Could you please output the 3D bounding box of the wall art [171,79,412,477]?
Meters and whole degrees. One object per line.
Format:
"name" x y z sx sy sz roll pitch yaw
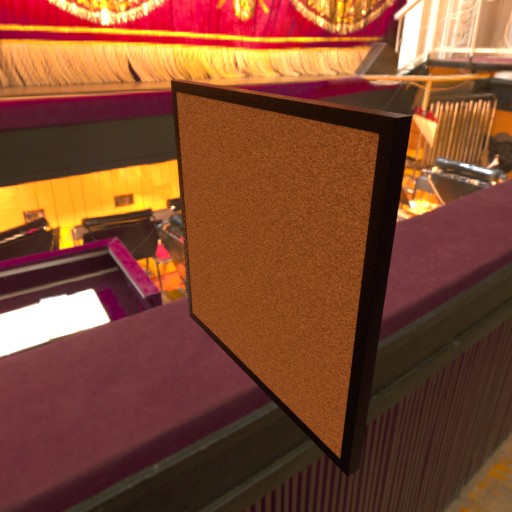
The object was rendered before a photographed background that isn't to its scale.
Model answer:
"wall art" 0.000 0.000 1.086 0.036 0.755 0.756 -17 31 -31
